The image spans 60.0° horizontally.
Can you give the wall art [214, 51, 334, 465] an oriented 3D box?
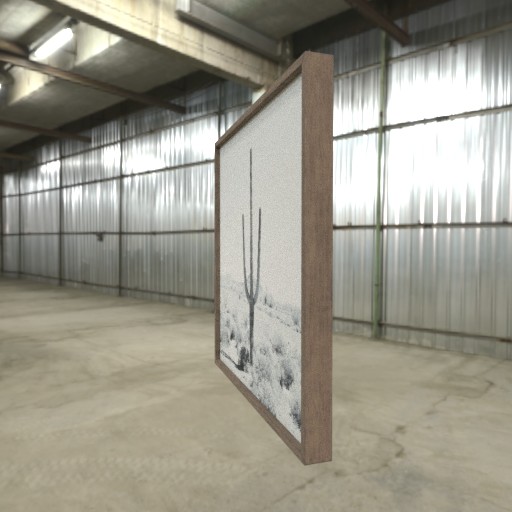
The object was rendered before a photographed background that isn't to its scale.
[{"bbox_3d":[0.000,0.000,0.790,0.038,0.508,0.508,0,1,-18],"label":"wall art"}]
